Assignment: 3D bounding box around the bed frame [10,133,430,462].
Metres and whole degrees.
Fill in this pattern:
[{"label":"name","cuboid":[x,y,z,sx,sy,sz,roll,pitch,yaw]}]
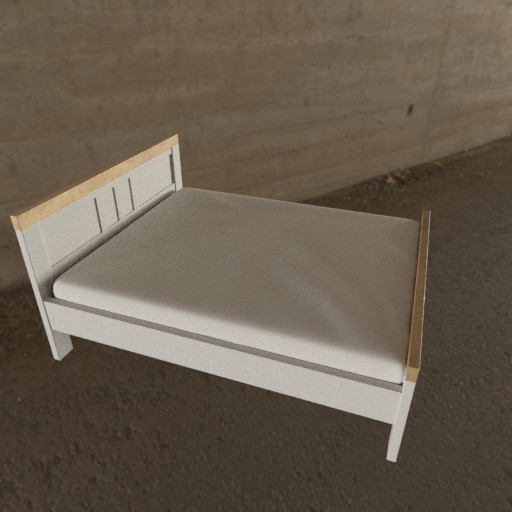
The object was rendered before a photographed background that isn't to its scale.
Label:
[{"label":"bed frame","cuboid":[0.000,0.000,2.869,2.050,0.980,1.670,11,32,17]}]
